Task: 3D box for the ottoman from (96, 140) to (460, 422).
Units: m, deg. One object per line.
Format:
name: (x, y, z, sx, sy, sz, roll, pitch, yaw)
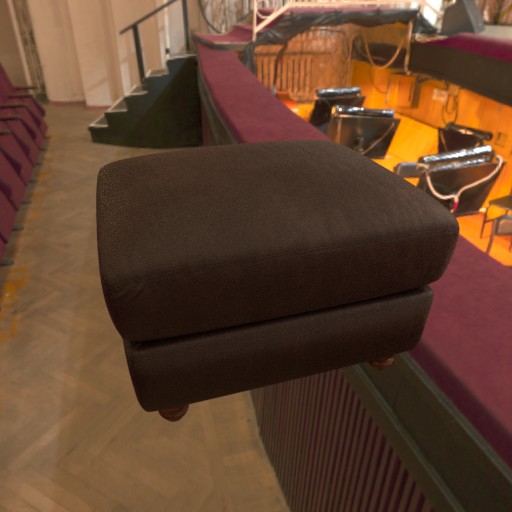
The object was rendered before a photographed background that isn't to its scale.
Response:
ottoman: (0.000, 0.000, 1.261, 0.806, 0.569, 0.670, -9, 31, -15)
